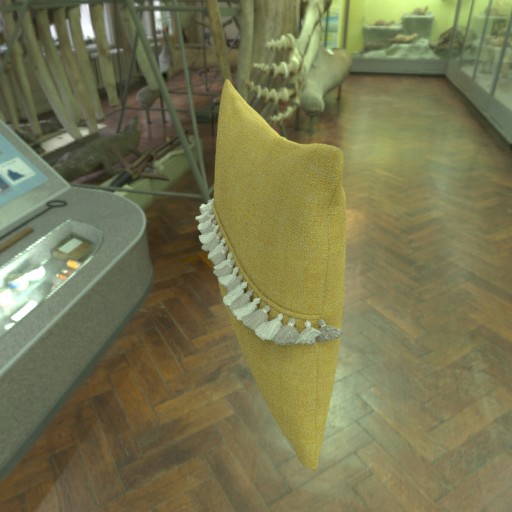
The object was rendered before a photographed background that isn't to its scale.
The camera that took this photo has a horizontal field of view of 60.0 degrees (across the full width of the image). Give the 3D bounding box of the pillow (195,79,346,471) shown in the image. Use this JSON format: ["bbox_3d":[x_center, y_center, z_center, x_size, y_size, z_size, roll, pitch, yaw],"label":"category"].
[{"bbox_3d":[0.000,0.000,0.730,0.167,0.481,0.485,-9,31,-14],"label":"pillow"}]
